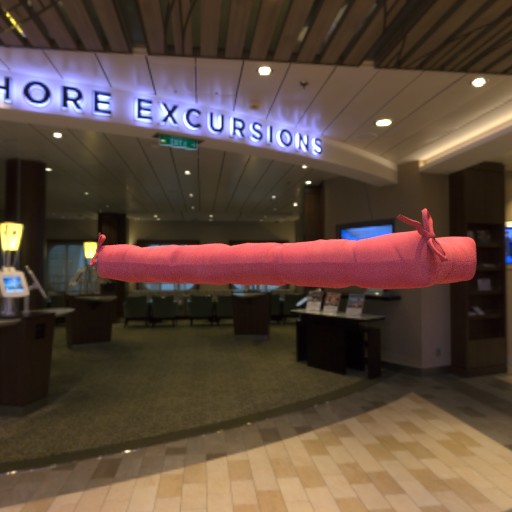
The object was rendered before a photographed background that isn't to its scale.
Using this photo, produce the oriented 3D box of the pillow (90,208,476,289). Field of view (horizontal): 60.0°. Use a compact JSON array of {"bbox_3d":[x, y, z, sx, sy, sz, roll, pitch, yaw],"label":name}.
[{"bbox_3d":[0.000,0.000,1.347,1.194,0.174,0.511,-1,-2,37],"label":"pillow"}]
